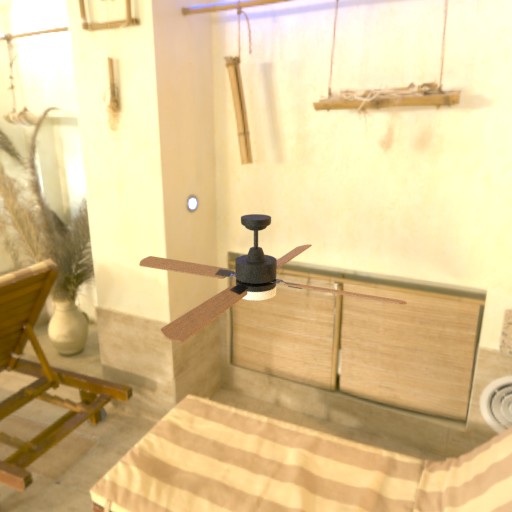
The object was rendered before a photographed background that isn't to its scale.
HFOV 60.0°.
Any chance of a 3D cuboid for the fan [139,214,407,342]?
[{"bbox_3d":[0.000,0.000,1.991,1.320,0.355,1.320,8,18,25],"label":"fan"}]
